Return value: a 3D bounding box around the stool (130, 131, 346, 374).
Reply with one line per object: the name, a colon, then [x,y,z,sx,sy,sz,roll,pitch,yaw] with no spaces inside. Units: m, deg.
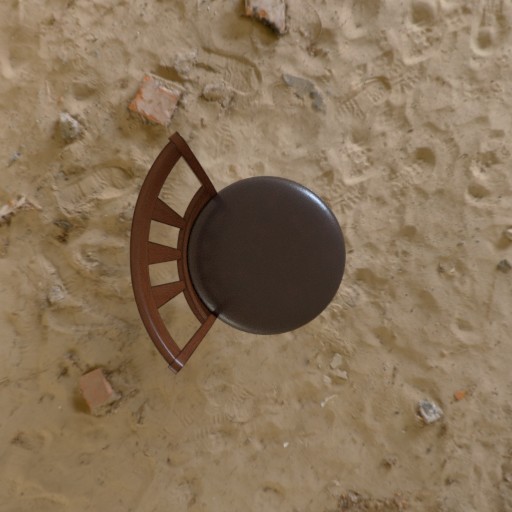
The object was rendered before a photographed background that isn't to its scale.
stool: [0.000,0.000,1.420,0.503,1.177,0.464,0,89,-1]
